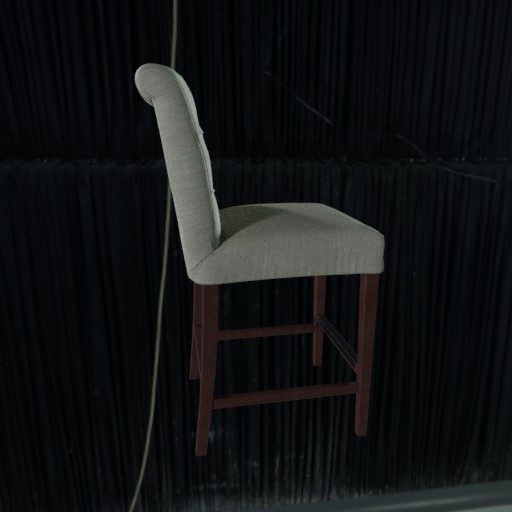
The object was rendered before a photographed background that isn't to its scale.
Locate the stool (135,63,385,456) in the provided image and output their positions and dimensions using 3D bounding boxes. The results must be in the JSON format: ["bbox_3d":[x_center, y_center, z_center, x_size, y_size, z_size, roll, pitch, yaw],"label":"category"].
[{"bbox_3d":[0.000,0.000,1.421,0.660,1.084,0.486,-3,16,-10],"label":"stool"}]
